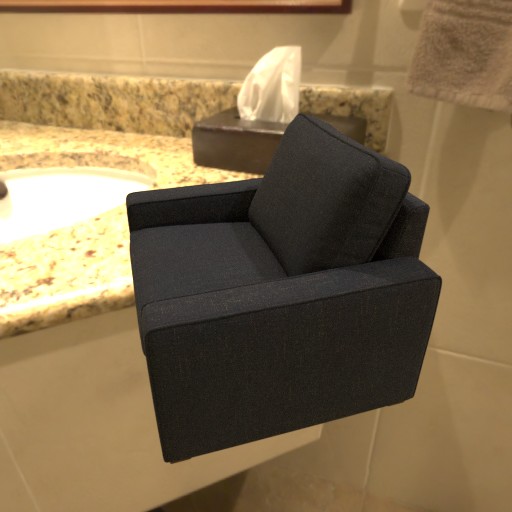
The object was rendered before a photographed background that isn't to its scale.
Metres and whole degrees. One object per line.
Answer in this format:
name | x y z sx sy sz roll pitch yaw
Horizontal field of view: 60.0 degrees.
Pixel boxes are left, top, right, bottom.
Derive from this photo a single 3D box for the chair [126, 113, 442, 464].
chair | 0.000 0.000 1.720 0.940 0.919 1.017 -9 31 -15
